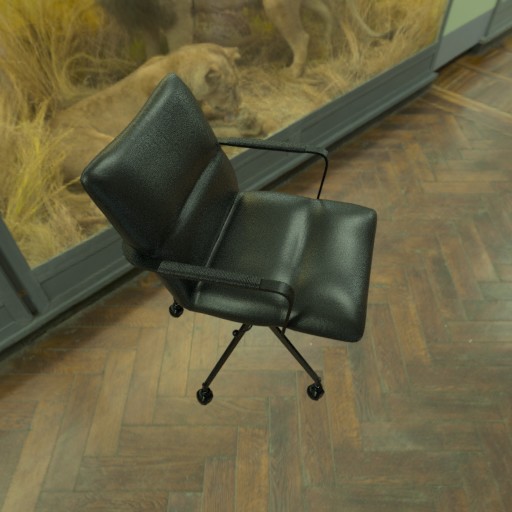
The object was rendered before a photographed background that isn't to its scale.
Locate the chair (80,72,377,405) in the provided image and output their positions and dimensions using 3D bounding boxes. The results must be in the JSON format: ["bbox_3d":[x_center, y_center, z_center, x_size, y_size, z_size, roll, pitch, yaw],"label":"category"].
[{"bbox_3d":[0.000,0.000,1.475,0.748,0.922,0.719,11,48,10],"label":"chair"}]
